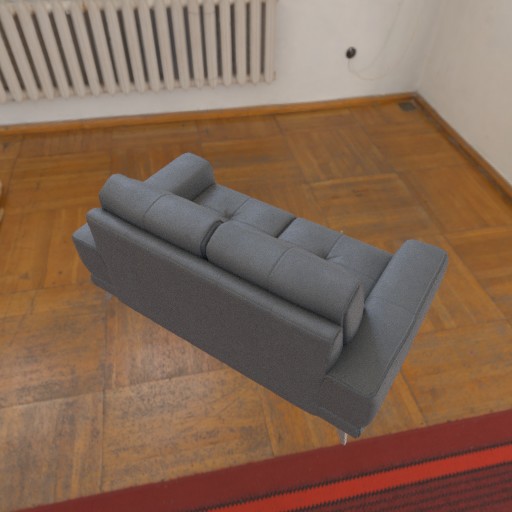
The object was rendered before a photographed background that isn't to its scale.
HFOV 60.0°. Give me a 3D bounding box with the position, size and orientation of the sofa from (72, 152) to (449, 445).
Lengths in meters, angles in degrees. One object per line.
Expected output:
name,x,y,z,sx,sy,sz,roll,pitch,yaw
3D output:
sofa,0.000,0.000,2.410,1.806,0.907,1.018,25,50,23
